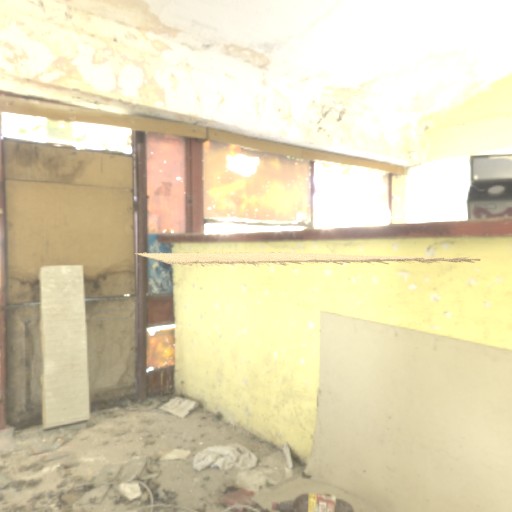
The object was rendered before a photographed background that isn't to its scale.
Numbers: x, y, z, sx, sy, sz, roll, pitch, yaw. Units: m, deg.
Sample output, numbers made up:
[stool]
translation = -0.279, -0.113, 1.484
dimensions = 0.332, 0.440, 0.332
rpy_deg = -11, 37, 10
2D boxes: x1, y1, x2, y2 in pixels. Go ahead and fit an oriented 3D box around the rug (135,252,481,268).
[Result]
[rug]
translation = 0.000, 0.000, 2.507
dimensions = 1.224, 0.027, 2.021
rpy_deg = 0, 1, -18
